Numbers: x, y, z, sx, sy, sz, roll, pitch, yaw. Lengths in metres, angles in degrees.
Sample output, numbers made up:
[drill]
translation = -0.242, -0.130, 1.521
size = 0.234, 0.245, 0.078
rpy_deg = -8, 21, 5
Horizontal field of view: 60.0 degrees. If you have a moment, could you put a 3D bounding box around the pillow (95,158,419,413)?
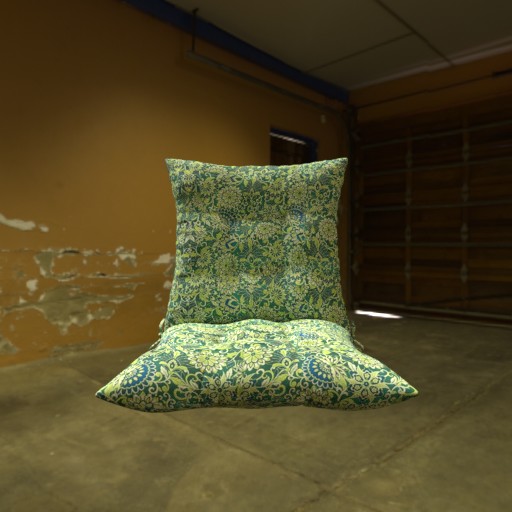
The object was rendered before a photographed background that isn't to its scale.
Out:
[pillow]
translation = 0.000, 0.000, 0.973
size = 0.541, 0.536, 0.585
rpy_deg = 0, 0, 0
